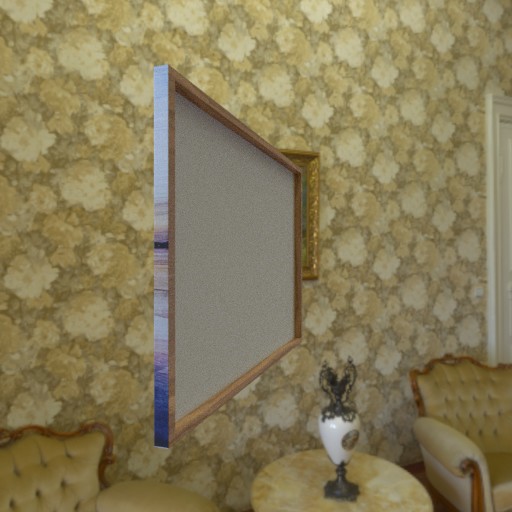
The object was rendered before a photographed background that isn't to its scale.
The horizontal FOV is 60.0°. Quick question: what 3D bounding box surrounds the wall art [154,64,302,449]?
[{"bbox_3d":[0.000,0.000,1.412,0.034,0.756,1.137,0,0,19],"label":"wall art"}]
